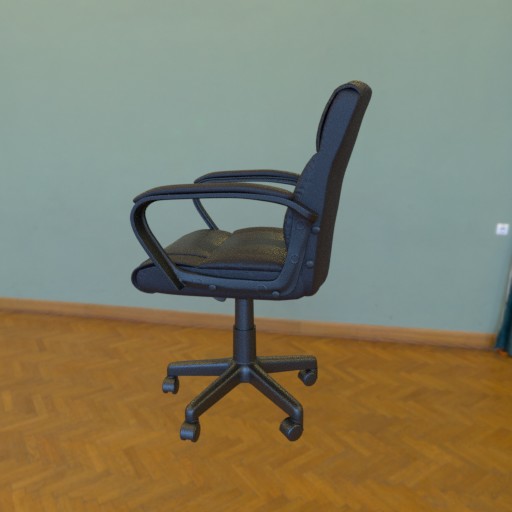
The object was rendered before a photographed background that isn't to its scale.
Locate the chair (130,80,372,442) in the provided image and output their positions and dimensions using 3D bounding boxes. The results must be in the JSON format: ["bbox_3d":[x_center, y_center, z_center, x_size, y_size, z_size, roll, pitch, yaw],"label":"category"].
[{"bbox_3d":[0.000,0.000,1.382,0.641,0.998,0.576,2,15,9],"label":"chair"}]
